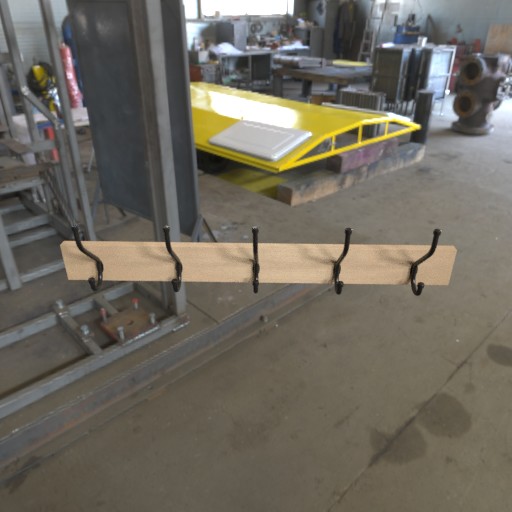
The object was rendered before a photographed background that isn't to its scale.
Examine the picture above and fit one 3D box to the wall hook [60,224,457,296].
[{"bbox_3d":[0.000,0.000,0.620,0.571,0.117,0.071,1,29,1],"label":"wall hook"}]
